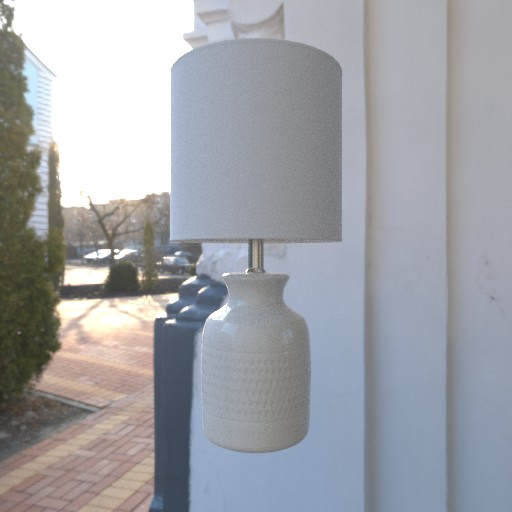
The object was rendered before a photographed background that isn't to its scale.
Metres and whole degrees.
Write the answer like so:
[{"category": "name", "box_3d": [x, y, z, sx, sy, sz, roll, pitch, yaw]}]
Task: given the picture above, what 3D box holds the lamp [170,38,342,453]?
[{"category": "lamp", "box_3d": [0.000, 0.000, 0.492, 0.188, 0.392, 0.188, 0, 0, 37]}]
